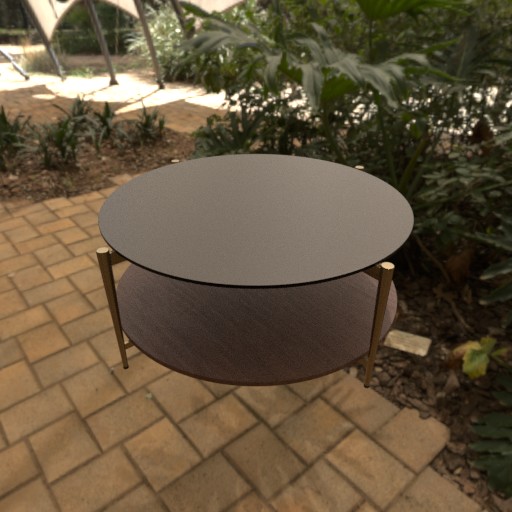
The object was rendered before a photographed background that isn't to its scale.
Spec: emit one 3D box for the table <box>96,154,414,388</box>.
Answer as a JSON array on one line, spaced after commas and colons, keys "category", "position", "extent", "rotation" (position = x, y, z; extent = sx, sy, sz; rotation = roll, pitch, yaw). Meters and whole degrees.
[{"category": "table", "position": [0.000, 0.000, 1.478], "extent": [0.938, 0.400, 0.938], "rotation": [11, 32, 18]}]
